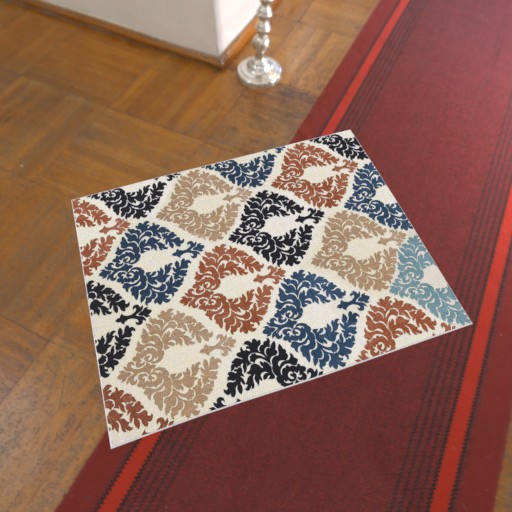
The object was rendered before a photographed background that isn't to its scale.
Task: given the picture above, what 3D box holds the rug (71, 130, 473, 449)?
[{"bbox_3d":[0.000,0.000,4.049,3.040,0.014,2.423,-16,60,-10],"label":"rug"}]
